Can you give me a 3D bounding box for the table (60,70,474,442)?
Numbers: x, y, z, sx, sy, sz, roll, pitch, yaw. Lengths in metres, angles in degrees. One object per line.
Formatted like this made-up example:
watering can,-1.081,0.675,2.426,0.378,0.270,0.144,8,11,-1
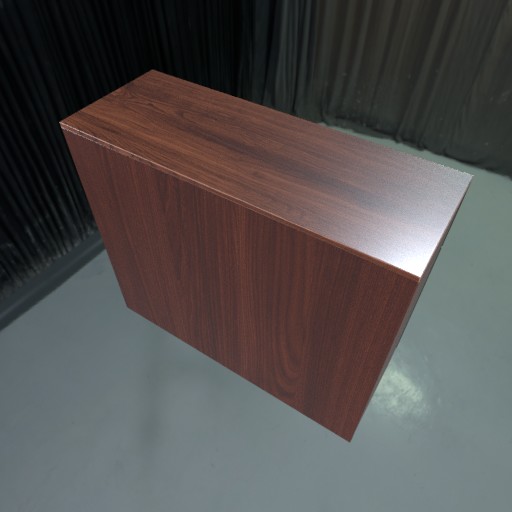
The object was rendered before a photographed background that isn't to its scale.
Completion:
table,0.000,0.000,1.338,0.930,0.790,0.380,26,53,22
